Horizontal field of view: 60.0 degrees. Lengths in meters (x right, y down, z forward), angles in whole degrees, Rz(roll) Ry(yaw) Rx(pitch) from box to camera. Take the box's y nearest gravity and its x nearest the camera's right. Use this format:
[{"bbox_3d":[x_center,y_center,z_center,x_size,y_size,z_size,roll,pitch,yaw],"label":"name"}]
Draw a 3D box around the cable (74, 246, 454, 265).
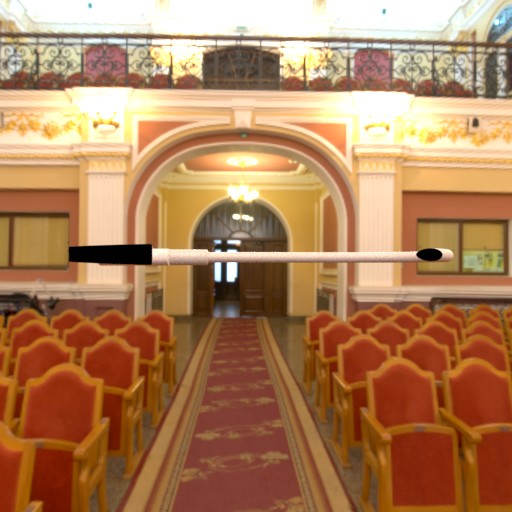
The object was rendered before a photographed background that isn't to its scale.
[{"bbox_3d":[0.000,0.000,0.111,0.098,0.006,0.040,0,-2,-2],"label":"cable"}]
